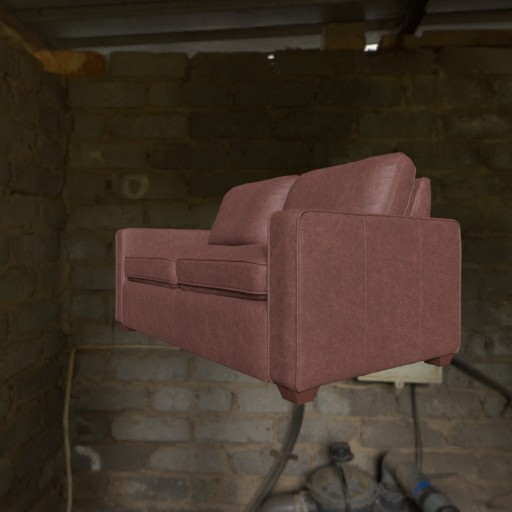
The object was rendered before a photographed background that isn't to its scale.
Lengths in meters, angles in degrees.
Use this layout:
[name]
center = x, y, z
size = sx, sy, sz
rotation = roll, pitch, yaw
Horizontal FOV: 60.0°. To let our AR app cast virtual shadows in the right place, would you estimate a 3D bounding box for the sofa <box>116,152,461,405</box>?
[sofa]
center = 0.000, 0.000, 2.281
size = 0.947, 0.918, 1.709
rotation = 0, 1, -36
